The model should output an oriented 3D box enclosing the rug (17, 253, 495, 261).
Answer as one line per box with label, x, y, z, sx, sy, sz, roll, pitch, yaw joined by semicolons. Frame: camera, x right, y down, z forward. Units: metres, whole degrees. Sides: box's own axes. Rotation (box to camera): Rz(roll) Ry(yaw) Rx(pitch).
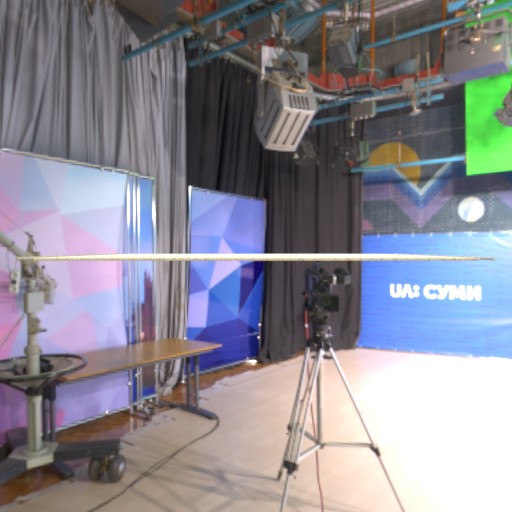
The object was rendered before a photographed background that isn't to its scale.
rug;0.000;0.000;2.247;1.771;0.015;1.223;0;1;0
